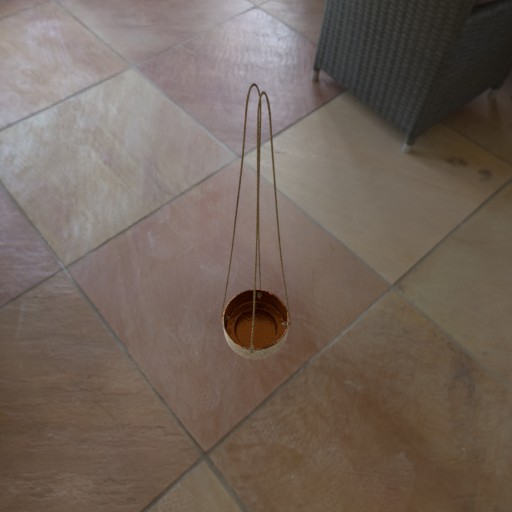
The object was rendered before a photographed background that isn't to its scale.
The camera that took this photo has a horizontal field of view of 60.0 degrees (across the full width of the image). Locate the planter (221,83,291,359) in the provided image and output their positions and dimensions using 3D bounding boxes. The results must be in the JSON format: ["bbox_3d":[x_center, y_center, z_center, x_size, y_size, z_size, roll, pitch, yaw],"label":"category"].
[{"bbox_3d":[0.000,0.000,1.150,0.223,1.030,0.223,-34,64,-19],"label":"planter"}]
